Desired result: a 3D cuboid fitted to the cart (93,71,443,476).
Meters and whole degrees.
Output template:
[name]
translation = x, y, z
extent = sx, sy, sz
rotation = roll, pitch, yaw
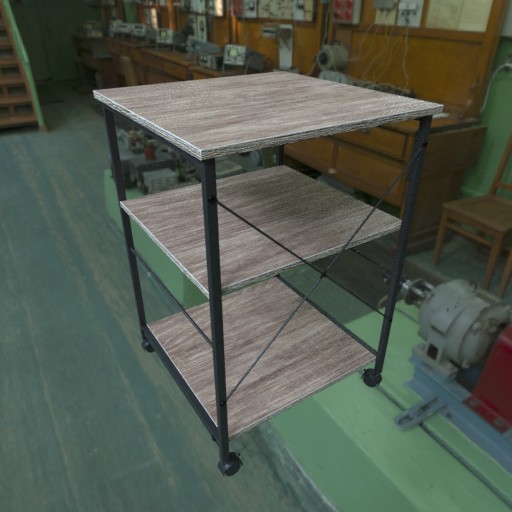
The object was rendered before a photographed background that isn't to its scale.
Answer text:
[cart]
translation = 0.000, 0.000, 1.109
extent = 0.521, 0.762, 0.520
rotation = -18, 35, -28
